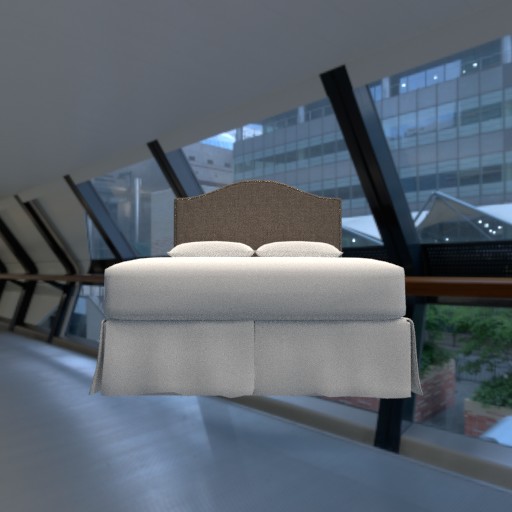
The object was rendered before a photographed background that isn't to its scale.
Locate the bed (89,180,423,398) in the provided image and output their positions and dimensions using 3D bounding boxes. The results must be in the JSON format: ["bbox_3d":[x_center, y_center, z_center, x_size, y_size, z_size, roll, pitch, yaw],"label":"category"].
[{"bbox_3d":[0.000,0.000,3.309,1.713,1.518,2.153,0,-1,0],"label":"bed"}]
